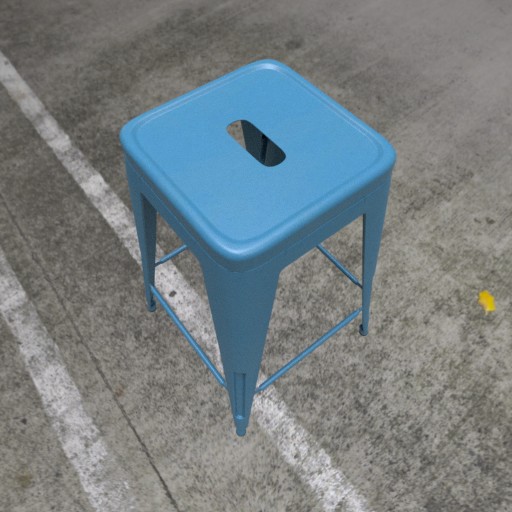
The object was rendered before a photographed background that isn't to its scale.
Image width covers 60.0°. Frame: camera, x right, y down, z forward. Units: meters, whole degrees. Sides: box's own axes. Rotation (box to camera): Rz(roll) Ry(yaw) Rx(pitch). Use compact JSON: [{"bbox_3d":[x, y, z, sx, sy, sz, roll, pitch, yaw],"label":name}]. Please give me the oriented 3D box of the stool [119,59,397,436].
[{"bbox_3d":[0.000,0.000,0.886,0.410,0.608,0.410,-33,63,-20],"label":"stool"}]
